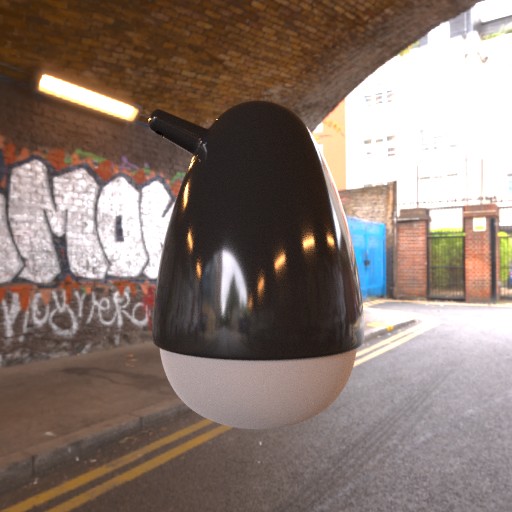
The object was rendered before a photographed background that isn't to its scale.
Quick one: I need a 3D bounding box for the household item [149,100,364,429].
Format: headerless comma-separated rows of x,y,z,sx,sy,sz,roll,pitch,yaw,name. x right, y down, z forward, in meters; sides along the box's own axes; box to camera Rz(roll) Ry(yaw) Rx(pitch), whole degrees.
0.000,0.000,0.219,0.104,0.152,0.102,0,-1,-16,household item
